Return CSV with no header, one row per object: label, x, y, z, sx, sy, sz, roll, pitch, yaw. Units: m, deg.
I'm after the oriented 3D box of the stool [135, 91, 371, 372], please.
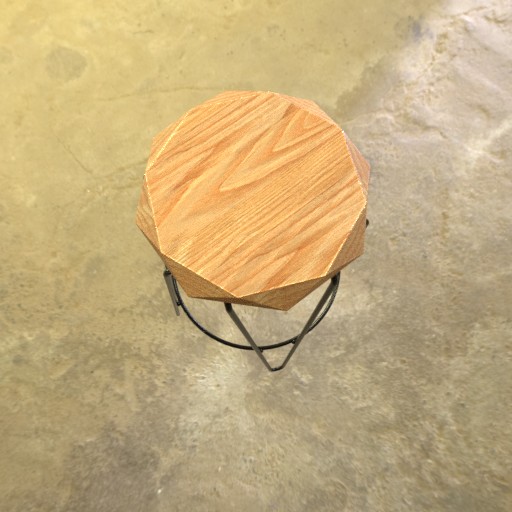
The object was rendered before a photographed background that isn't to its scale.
stool,0.000,0.000,0.795,0.326,0.610,0.326,30,77,8
